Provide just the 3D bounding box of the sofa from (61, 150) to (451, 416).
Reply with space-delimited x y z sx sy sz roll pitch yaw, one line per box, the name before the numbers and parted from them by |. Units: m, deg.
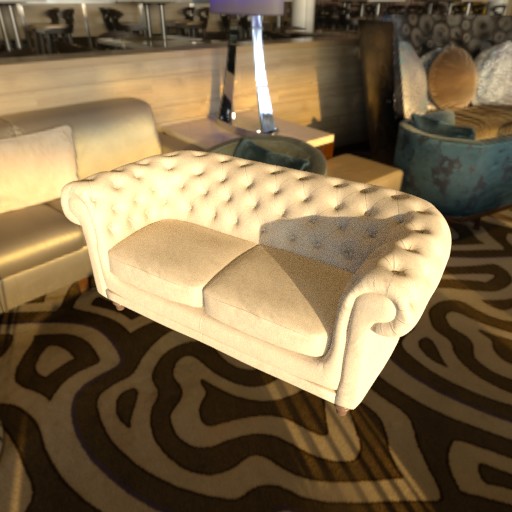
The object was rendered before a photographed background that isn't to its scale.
sofa | 0.000 0.000 2.529 1.988 0.835 1.069 18 34 28
